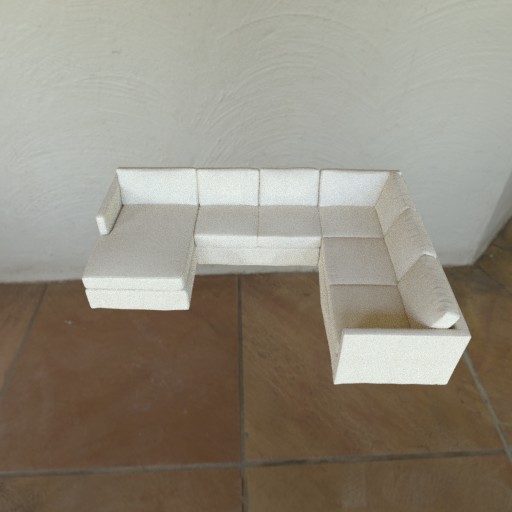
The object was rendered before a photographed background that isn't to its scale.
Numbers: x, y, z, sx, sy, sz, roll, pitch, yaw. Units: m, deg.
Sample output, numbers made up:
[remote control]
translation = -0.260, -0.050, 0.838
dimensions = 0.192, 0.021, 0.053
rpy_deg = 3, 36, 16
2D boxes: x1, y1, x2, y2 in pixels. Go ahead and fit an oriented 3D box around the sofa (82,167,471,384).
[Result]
[sofa]
translation = 0.000, 0.000, 4.577
dimensions = 3.464, 0.882, 2.448
rpy_deg = 0, 42, 1
